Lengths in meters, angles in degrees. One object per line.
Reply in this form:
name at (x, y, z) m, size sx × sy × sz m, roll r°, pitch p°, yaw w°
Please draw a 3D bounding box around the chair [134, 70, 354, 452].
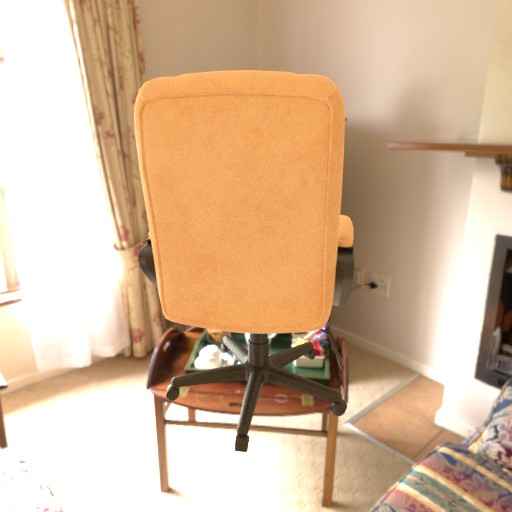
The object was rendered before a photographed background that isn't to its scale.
chair at (0.000, 0.000, 1.513) m, size 0.667 × 1.105 × 0.724 m, roll 2°, pitch 16°, yaw 9°
